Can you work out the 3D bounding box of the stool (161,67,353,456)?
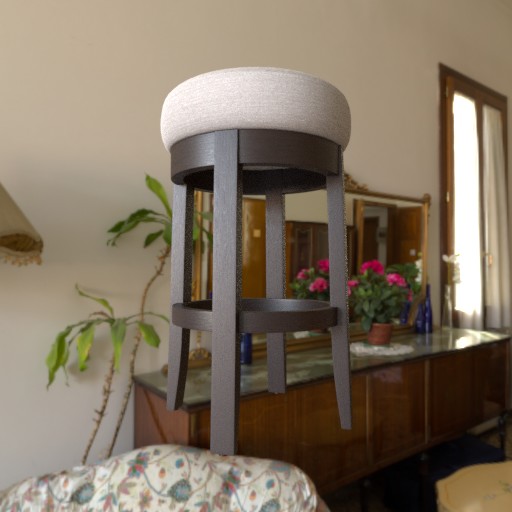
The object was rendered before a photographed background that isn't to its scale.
[{"bbox_3d":[0.000,0.000,1.046,0.443,0.757,0.443,0,-1,0],"label":"stool"}]
